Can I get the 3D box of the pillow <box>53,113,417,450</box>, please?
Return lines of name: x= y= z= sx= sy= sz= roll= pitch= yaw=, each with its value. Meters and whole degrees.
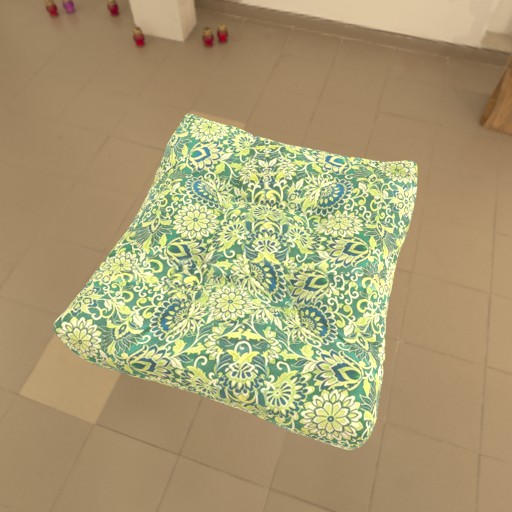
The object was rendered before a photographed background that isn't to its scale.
pillow: x=0.000 y=0.000 z=0.735 sx=0.468 sy=0.128 sz=0.490 roll=16 pitch=60 yaw=9
